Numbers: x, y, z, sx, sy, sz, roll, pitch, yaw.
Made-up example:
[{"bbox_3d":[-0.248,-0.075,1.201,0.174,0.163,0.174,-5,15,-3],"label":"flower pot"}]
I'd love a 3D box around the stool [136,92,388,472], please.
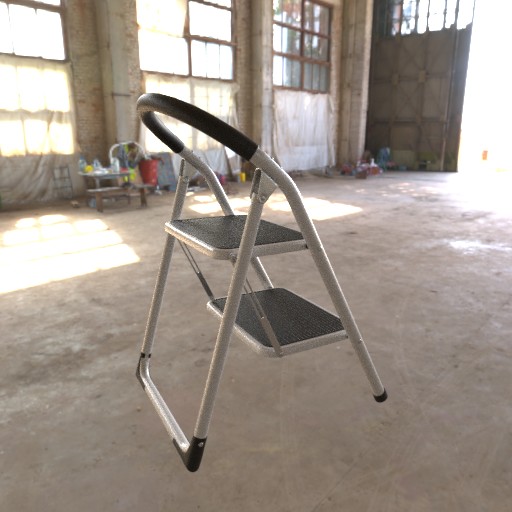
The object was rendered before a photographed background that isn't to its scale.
[{"bbox_3d":[0.000,0.000,1.128,0.559,0.760,0.453,-8,17,-28],"label":"stool"}]
